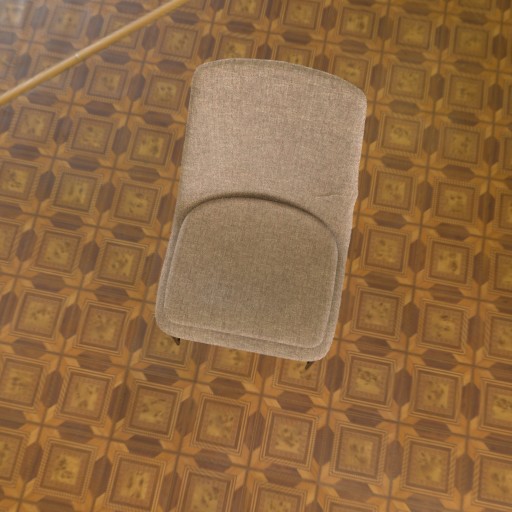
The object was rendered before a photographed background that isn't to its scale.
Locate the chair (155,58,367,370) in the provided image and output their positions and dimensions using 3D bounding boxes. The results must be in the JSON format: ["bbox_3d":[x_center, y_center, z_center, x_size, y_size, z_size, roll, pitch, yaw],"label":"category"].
[{"bbox_3d":[0.000,0.000,1.131,0.479,0.858,0.518,10,77,2],"label":"chair"}]
